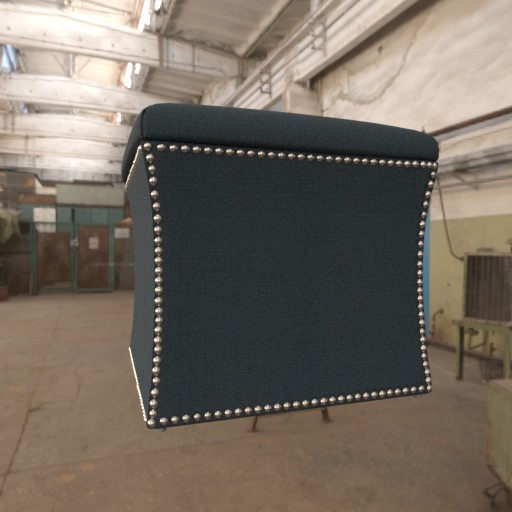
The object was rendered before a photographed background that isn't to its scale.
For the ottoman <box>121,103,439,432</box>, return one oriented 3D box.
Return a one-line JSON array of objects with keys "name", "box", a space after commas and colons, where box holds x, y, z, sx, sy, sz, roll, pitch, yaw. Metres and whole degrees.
[{"name": "ottoman", "box": [0.000, 0.000, 0.888, 0.507, 0.475, 0.497, -1, 2, -19]}]
